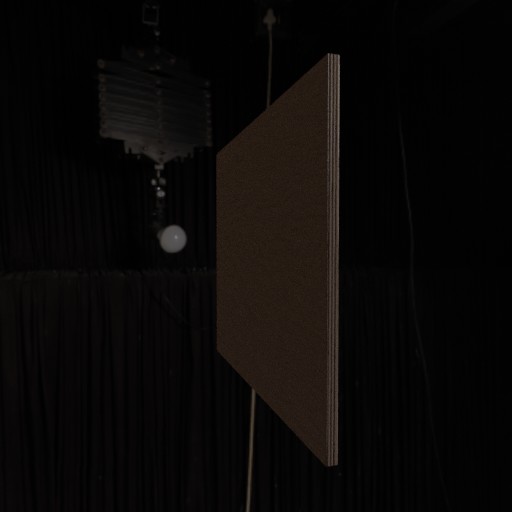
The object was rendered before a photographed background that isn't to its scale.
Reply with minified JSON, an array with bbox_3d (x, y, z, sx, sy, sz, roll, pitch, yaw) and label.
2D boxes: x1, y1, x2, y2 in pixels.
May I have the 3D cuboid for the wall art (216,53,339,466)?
[{"bbox_3d":[0.000,0.000,0.680,0.013,0.406,0.508,0,2,-17],"label":"wall art"}]
